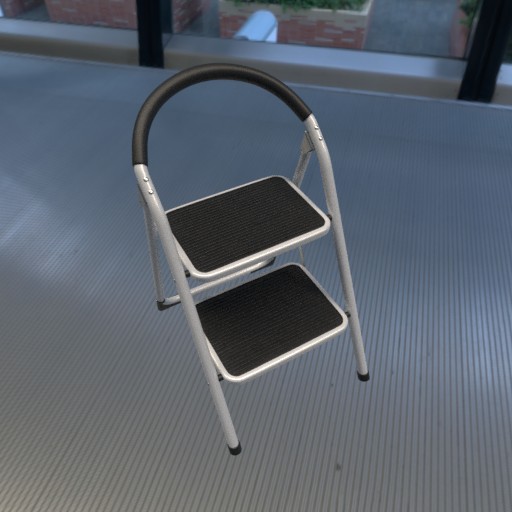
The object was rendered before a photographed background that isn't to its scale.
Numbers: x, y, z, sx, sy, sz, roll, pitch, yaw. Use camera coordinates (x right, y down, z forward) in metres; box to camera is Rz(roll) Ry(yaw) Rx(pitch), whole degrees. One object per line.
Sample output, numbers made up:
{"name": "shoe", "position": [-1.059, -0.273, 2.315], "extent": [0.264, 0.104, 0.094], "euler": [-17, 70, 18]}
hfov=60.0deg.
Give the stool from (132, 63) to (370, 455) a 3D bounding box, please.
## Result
{"name": "stool", "position": [0.000, 0.000, 1.102], "extent": [0.453, 0.760, 0.559], "euler": [-22, 50, -20]}
